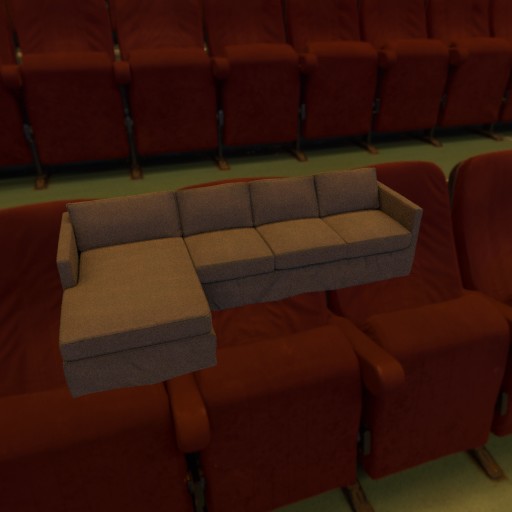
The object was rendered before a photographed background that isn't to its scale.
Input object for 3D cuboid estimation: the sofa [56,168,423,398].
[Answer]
[{"bbox_3d":[0.000,0.000,3.878,3.205,0.922,1.650,-9,31,-16],"label":"sofa"}]
